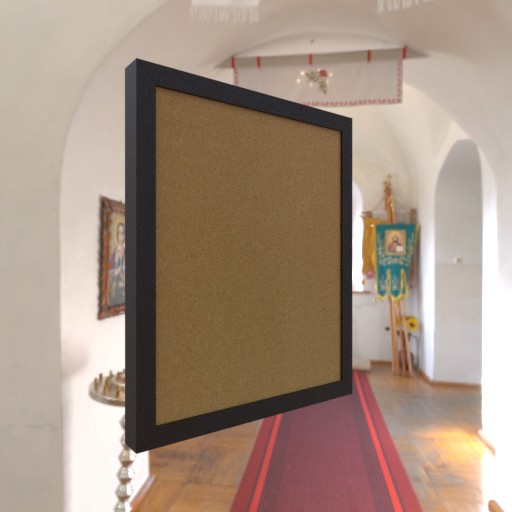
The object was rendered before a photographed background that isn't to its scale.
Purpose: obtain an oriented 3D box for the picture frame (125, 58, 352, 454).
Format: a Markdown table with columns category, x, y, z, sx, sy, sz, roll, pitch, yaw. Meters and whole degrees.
| category | x | y | z | sx | sy | sz | roll | pitch | yaw |
| --- | --- | --- | --- | --- | --- | --- | --- | --- | --- |
| picture frame | 0.000 | 0.000 | 0.775 | 0.452 | 0.555 | 0.044 | 0 | 0 | -37 |
